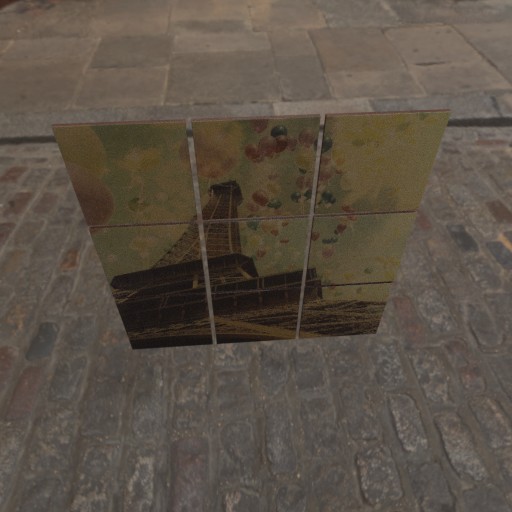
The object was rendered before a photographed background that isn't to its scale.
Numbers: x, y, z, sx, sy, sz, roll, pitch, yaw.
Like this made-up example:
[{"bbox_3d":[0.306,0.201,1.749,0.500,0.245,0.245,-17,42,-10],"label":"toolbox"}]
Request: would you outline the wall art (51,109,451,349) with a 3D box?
[{"bbox_3d":[0.000,0.000,1.839,1.256,1.246,0.017,-3,46,-3],"label":"wall art"}]
